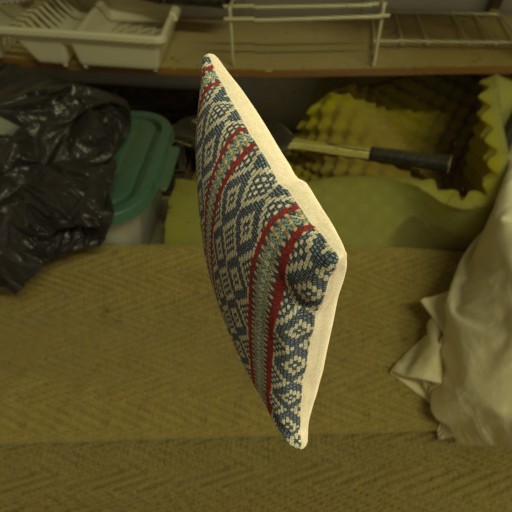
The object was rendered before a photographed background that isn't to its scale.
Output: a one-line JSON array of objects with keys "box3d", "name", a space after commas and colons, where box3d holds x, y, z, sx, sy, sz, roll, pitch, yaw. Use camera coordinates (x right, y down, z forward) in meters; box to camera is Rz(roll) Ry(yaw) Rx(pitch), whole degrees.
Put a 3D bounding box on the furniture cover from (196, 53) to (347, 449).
[{"box3d": [0.000, 0.000, 0.660, 0.139, 0.431, 0.431, -14, 48, -13], "name": "furniture cover"}]
